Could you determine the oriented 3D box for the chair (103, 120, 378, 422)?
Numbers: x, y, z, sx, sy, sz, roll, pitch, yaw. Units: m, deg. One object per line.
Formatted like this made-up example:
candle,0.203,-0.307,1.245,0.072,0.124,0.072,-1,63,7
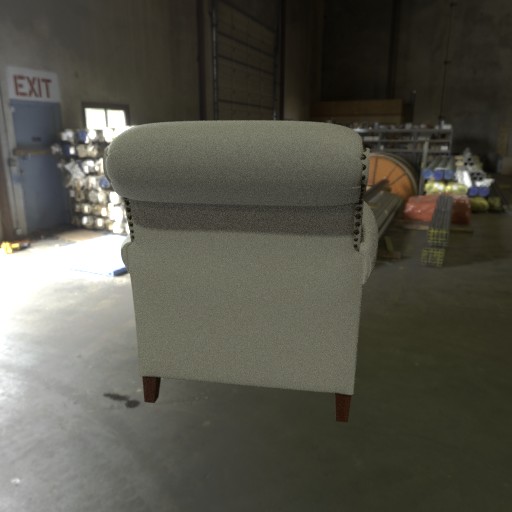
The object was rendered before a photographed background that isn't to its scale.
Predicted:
chair,0.000,0.000,1.608,0.854,0.927,0.890,3,16,9
